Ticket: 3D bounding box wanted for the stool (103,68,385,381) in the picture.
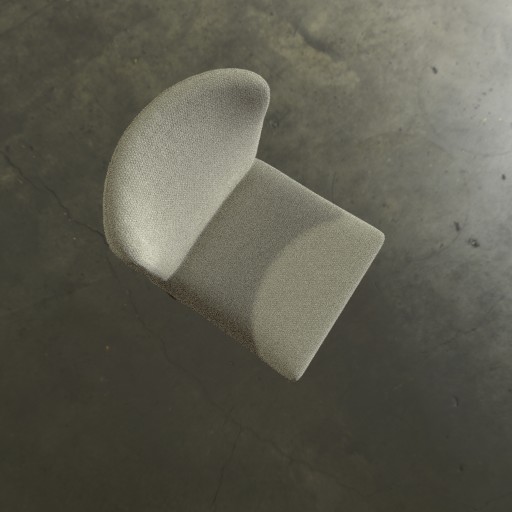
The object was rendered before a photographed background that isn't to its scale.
[{"bbox_3d":[0.000,0.000,1.283,0.568,0.969,0.481,33,78,8],"label":"stool"}]
